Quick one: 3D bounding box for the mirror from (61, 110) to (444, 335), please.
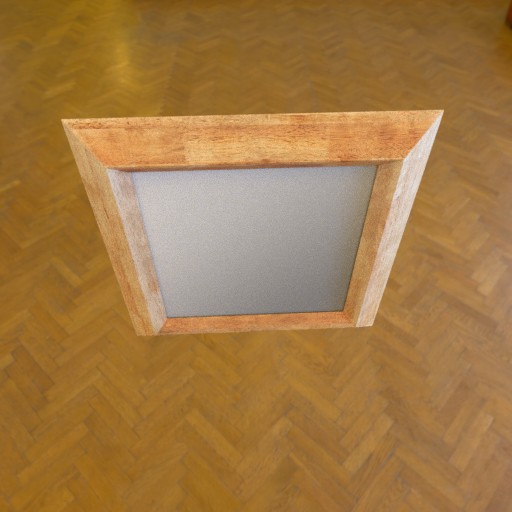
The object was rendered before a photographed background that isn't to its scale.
[{"bbox_3d":[0.000,0.000,0.973,0.651,0.651,0.047,-2,47,-2],"label":"mirror"}]
